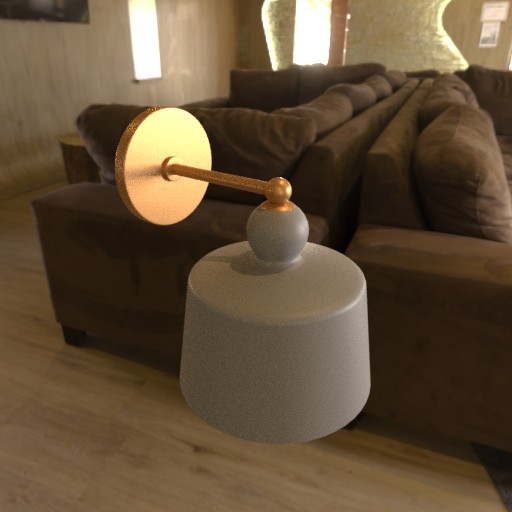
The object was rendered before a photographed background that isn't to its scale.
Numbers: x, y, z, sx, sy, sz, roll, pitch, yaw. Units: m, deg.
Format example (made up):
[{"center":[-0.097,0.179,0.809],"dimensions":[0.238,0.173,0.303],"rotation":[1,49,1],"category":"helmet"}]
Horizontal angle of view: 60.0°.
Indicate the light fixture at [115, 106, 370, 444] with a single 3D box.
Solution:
[{"center":[0.000,0.000,0.442],"dimensions":[0.254,0.268,0.204],"rotation":[18,30,33],"category":"light fixture"}]
